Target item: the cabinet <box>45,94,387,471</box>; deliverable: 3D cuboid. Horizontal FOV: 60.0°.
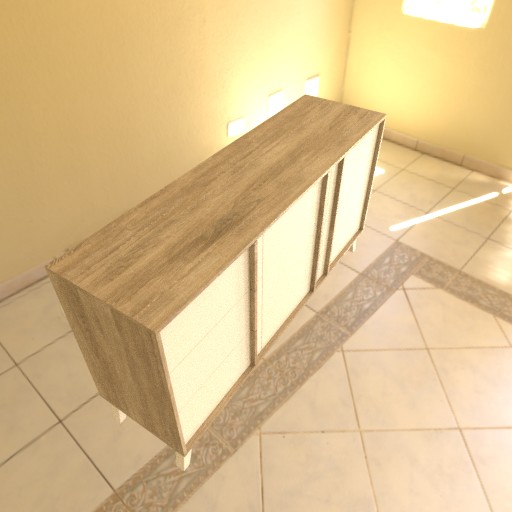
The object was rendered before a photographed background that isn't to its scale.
[{"bbox_3d":[0.000,0.000,2.017,0.450,0.870,1.600,24,47,25],"label":"cabinet"}]
